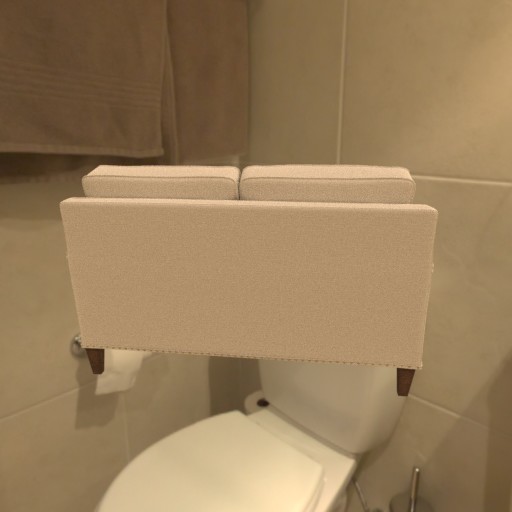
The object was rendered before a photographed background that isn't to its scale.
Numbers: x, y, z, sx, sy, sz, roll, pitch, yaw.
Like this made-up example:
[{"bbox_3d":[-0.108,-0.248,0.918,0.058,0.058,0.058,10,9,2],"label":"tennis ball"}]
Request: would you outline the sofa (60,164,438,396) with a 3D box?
[{"bbox_3d":[0.000,0.000,2.330,1.597,1.003,1.084,2,16,7],"label":"sofa"}]
